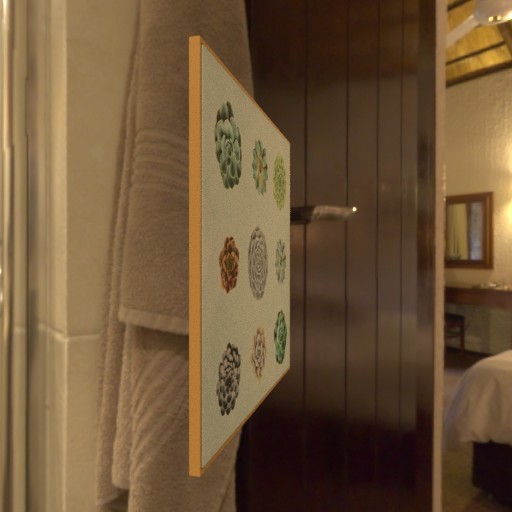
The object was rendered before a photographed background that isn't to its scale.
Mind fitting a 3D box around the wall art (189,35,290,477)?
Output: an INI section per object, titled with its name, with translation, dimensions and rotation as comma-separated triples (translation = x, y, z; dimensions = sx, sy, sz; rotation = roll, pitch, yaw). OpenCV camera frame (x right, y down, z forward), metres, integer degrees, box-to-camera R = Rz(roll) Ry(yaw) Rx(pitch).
[wall art]
translation = 0.000, 0.000, 0.678
dimensions = 0.013, 0.455, 0.457
rotation = 0, 0, 16
